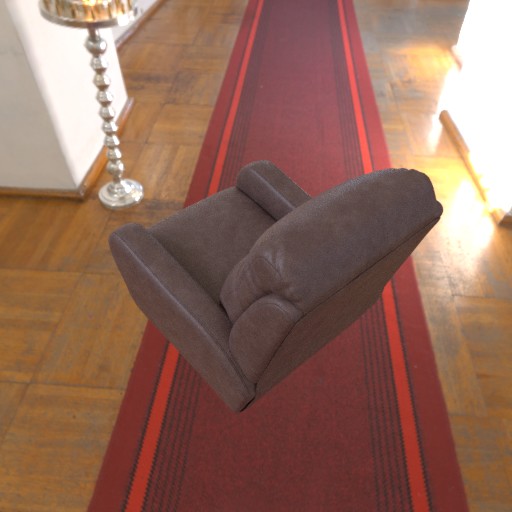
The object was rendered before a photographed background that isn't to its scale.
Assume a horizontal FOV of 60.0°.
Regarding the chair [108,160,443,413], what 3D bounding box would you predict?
[{"bbox_3d":[0.000,0.000,1.810,0.865,1.067,1.067,-32,54,-27],"label":"chair"}]
